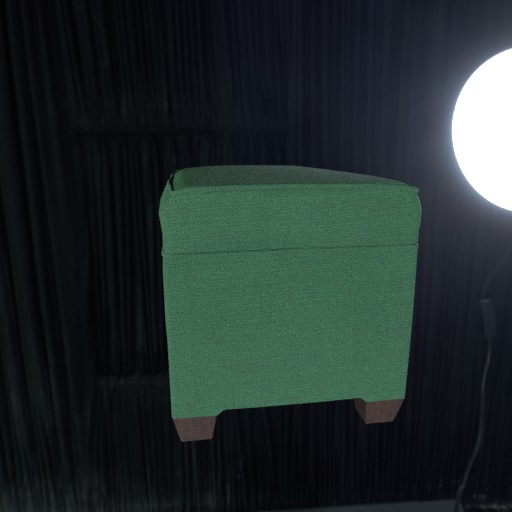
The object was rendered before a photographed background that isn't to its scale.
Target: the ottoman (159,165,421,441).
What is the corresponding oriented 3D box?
[{"bbox_3d":[0.000,0.000,1.205,0.483,0.471,0.957,-2,13,-9],"label":"ottoman"}]
